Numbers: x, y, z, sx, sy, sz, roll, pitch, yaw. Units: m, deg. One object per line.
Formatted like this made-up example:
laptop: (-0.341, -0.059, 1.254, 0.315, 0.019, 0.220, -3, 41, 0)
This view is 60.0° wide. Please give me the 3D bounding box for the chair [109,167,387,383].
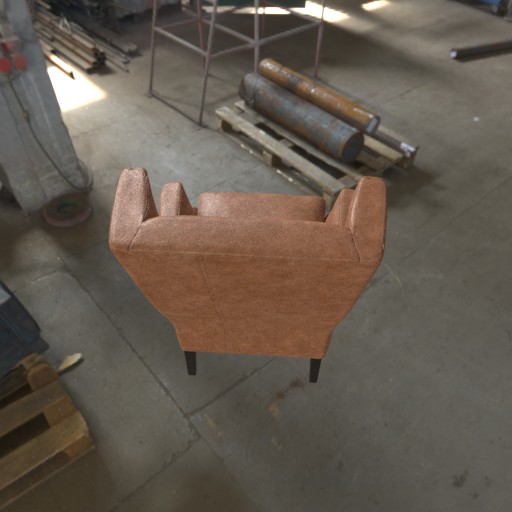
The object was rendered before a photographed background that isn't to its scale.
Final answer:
chair: (0.000, 0.000, 1.733, 0.853, 1.016, 0.926, 3, 45, 3)
